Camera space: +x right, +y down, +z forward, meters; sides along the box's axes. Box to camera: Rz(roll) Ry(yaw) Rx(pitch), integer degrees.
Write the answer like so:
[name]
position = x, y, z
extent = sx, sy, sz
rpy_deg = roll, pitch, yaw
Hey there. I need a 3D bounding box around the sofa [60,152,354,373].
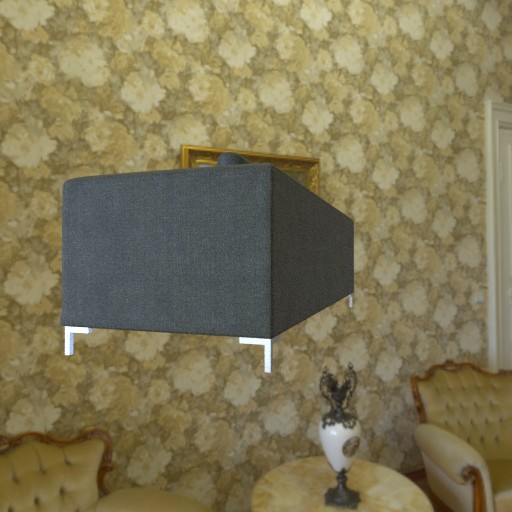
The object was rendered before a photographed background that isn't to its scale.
[sofa]
position = 0.000, 0.000, 2.880
extent = 0.969, 0.867, 2.415
rpy_deg = 0, -1, 19
